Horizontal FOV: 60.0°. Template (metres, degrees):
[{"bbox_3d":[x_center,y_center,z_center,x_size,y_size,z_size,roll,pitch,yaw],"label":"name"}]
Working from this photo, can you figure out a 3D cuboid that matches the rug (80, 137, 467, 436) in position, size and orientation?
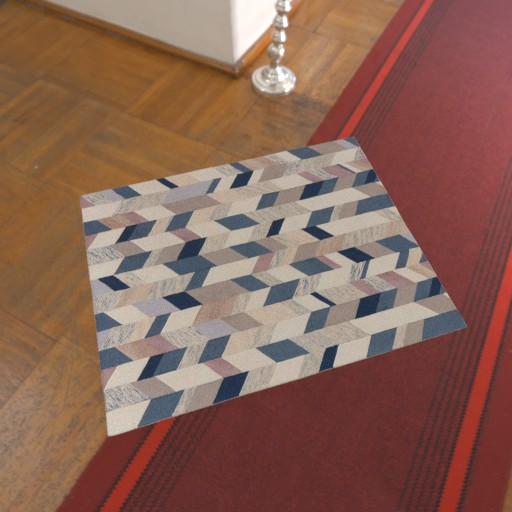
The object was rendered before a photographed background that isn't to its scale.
[{"bbox_3d":[0.000,0.000,4.199,3.072,0.011,2.451,-14,59,-9],"label":"rug"}]
